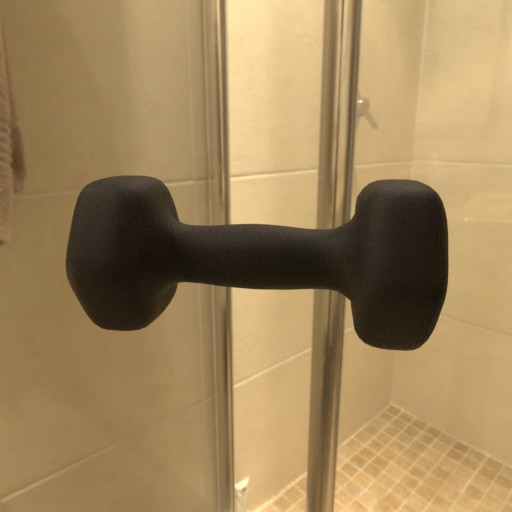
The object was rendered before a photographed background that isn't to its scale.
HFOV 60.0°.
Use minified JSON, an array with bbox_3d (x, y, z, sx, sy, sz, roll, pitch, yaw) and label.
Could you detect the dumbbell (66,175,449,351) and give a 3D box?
[{"bbox_3d":[0.000,0.000,0.294,0.231,0.101,0.112,3,16,9],"label":"dumbbell"}]
